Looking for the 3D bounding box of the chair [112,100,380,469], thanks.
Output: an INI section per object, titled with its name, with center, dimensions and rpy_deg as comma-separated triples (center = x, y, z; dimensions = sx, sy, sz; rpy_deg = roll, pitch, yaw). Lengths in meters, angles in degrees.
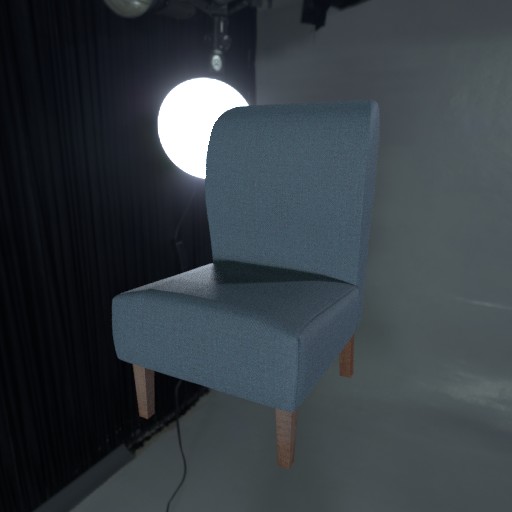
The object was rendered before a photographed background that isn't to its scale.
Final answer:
[chair]
center = 0.000, 0.000, 1.167
dimensions = 0.513, 0.804, 0.592
rpy_deg = 7, 16, 27
